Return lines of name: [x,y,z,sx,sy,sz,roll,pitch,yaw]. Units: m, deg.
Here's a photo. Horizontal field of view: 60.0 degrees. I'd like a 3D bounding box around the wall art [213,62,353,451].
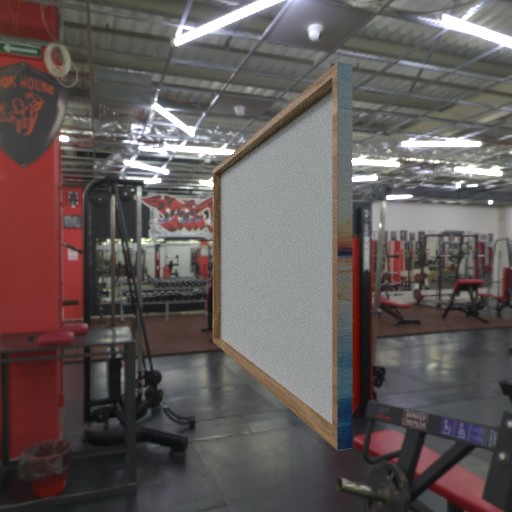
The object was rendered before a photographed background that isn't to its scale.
wall art: [0.000,0.000,1.407,0.034,0.756,1.137,0,0,-18]
